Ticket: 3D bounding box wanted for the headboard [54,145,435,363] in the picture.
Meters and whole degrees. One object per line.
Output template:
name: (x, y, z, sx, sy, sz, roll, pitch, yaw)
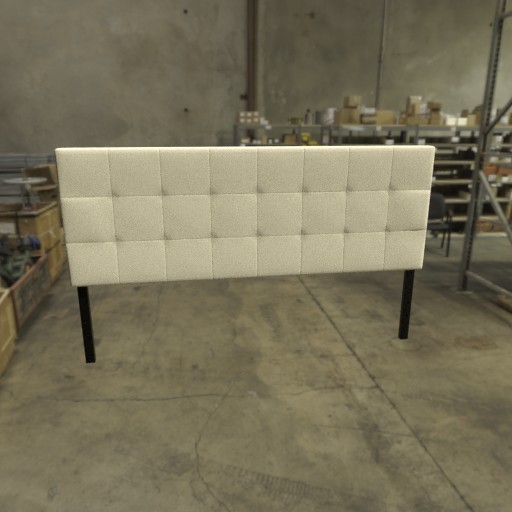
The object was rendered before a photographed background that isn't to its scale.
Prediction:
headboard: (0.000, 0.000, 2.940, 2.362, 1.410, 0.120, -2, 16, -9)
